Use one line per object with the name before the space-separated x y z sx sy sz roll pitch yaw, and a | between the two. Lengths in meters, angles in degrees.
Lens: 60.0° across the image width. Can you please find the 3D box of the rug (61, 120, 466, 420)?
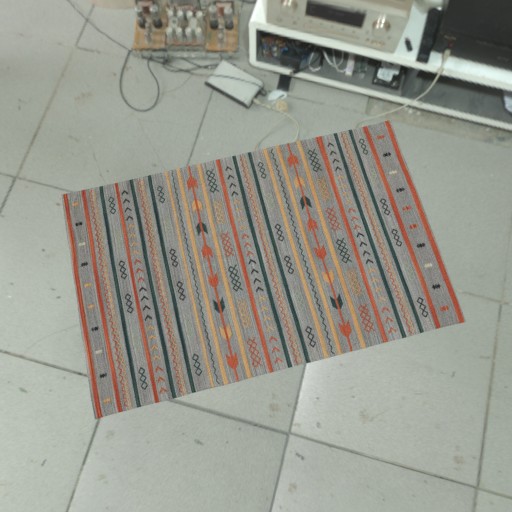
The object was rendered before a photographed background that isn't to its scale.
rug | 0.000 0.000 2.996 2.439 0.029 1.537 -14 75 -4
